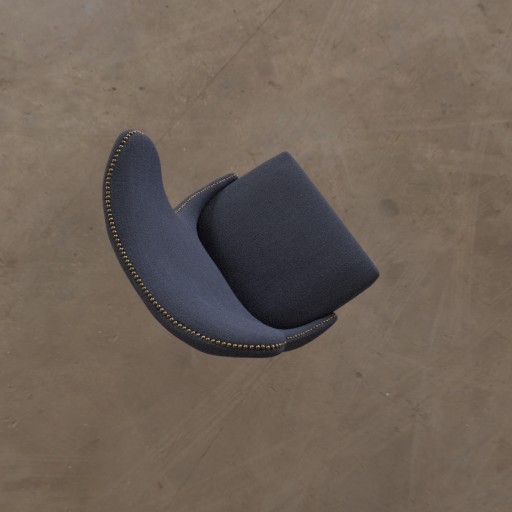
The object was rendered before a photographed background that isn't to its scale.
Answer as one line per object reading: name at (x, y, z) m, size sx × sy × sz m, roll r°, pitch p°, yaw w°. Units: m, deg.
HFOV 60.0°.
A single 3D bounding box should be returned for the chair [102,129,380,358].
chair at (0.000, 0.000, 1.401) m, size 0.635 × 0.967 × 0.628 m, roll -33°, pitch 77°, yaw -8°
